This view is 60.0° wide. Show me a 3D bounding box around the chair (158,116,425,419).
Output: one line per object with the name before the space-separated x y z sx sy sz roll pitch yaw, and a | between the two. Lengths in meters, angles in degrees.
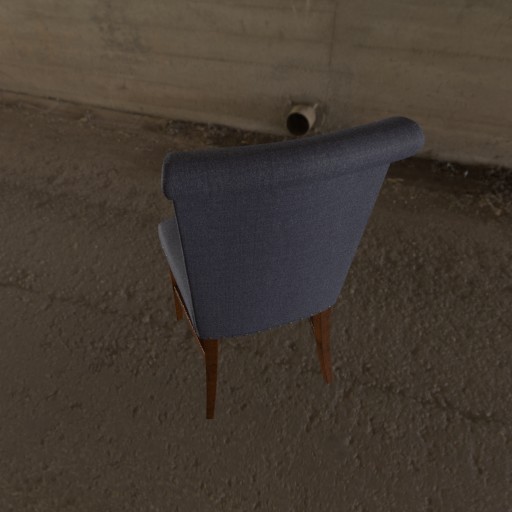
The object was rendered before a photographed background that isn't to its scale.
chair | 0.000 0.000 1.302 0.513 0.988 0.608 -13 44 -14
